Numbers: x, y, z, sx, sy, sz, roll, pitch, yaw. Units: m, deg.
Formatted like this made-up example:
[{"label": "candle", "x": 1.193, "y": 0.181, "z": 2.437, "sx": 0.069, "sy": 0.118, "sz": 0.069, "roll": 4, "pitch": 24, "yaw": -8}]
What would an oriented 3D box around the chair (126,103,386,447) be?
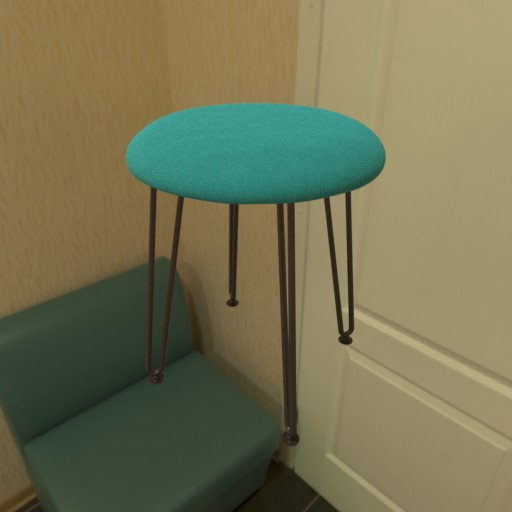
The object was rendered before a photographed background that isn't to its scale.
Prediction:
[{"label": "chair", "x": 0.000, "y": 0.000, "z": 0.701, "sx": 0.350, "sy": 0.430, "sz": 0.350, "roll": 8, "pitch": 31, "yaw": 14}]
